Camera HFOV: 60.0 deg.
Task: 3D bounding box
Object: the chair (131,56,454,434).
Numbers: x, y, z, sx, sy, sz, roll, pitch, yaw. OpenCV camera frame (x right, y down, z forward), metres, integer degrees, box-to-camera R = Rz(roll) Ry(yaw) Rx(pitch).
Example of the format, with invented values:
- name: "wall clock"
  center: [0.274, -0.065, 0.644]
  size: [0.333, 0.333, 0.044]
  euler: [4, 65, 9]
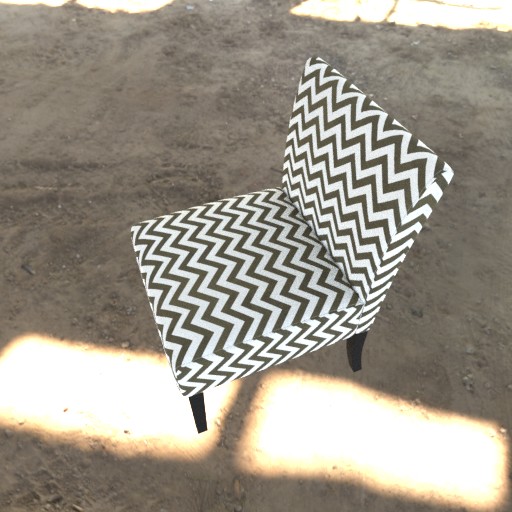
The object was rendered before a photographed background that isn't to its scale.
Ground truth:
- name: "chair"
  center: [0.000, 0.000, 1.290]
  size: [0.648, 0.838, 0.589]
  euler: [-17, 49, -15]
